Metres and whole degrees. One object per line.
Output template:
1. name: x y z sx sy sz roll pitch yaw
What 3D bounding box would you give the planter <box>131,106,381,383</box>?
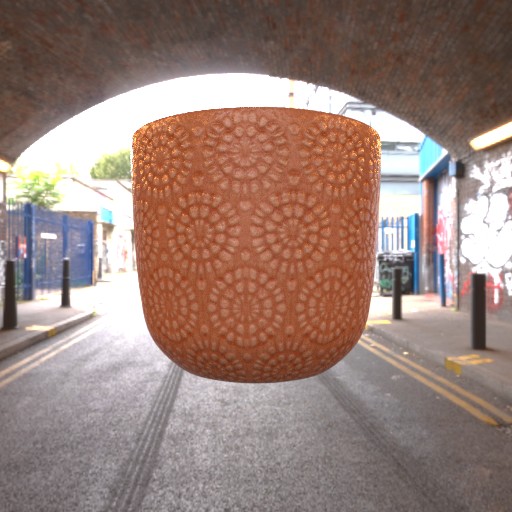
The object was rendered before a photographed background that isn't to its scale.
1. planter: 0.000 0.000 0.383 0.208 0.190 0.208 0 0 0
